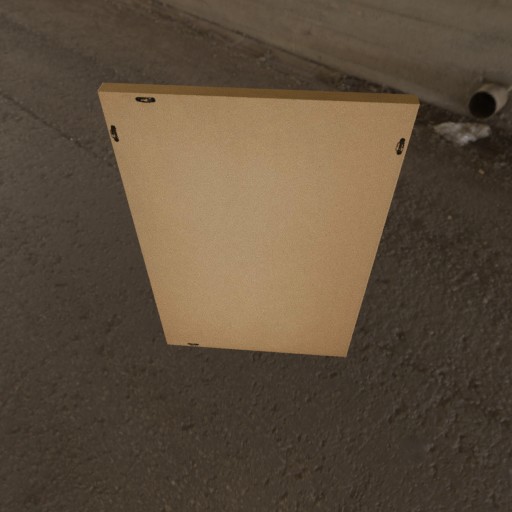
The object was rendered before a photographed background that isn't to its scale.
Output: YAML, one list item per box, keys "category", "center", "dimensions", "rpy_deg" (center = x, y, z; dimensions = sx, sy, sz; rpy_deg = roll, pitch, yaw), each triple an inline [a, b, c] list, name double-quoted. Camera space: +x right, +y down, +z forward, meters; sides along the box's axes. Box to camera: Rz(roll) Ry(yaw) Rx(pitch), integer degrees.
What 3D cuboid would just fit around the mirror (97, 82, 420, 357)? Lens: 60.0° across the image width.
- category: "mirror"
  center: [0.000, 0.000, 1.182]
  dimensions: [0.609, 0.915, 0.041]
  rpy_deg: [3, 47, 3]
